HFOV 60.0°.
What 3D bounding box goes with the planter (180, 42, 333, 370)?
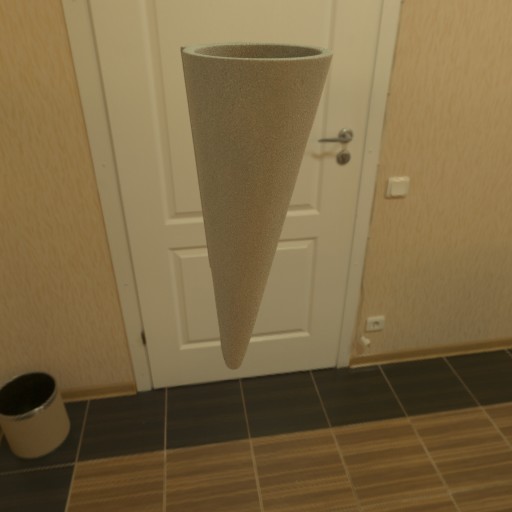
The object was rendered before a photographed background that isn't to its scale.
[{"bbox_3d":[0.000,0.000,0.225,0.057,0.191,0.064,-22,37,-32],"label":"planter"}]
